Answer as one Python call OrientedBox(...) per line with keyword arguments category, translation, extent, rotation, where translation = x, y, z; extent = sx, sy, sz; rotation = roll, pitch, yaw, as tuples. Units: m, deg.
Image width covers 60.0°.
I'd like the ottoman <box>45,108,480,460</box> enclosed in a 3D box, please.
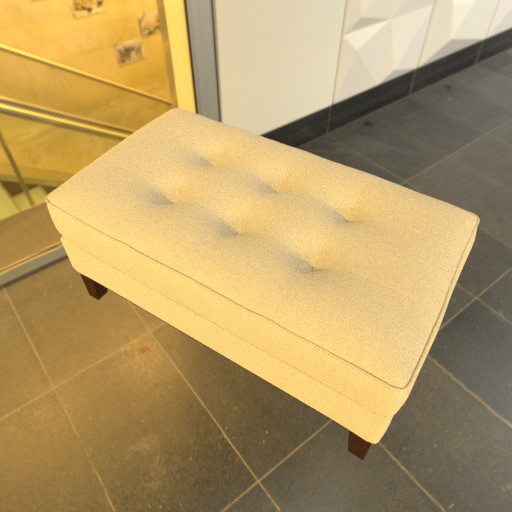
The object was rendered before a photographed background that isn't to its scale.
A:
OrientedBox(category="ottoman", translation=(0.000, 0.000, 1.427), extent=(1.143, 0.508, 0.648), rotation=(25, 52, 21))
